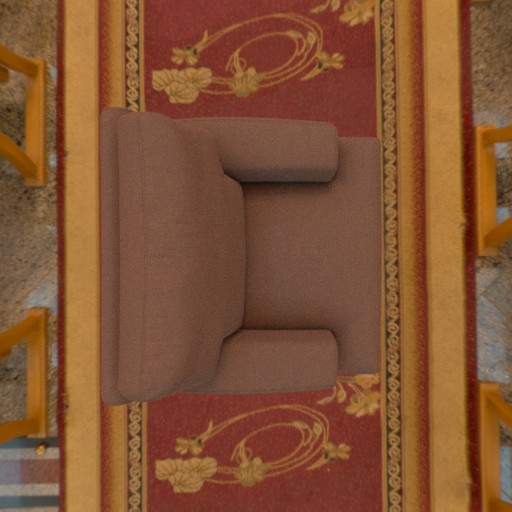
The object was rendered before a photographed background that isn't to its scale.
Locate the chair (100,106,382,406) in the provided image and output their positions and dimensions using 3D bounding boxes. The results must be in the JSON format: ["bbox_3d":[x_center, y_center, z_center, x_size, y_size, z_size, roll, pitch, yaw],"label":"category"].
[{"bbox_3d":[0.000,0.000,1.943,1.143,0.940,1.168,0,90,0],"label":"chair"}]
